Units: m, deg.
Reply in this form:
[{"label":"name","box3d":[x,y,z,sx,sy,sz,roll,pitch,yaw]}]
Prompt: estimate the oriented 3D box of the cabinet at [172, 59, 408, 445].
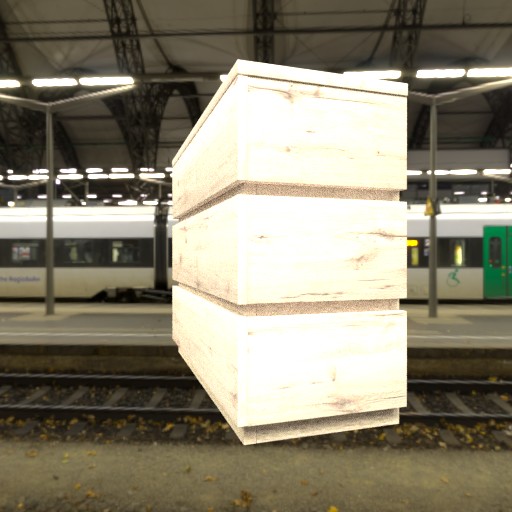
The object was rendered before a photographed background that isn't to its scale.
[{"label":"cabinet","box3d":[0.000,0.000,1.483,0.420,0.820,1.040,0,0,-18]}]
